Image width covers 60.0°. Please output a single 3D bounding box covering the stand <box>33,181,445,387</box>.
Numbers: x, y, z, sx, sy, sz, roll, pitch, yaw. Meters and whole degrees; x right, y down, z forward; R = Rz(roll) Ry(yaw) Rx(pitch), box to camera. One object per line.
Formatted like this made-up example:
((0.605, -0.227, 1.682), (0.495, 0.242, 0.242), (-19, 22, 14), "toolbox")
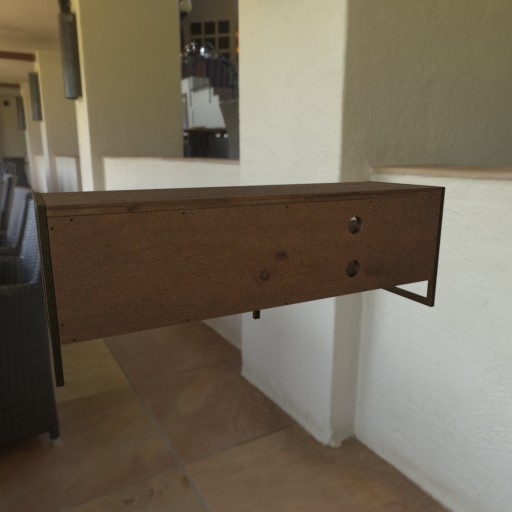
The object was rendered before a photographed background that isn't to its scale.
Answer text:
((0.000, 0.000, 1.701), (1.480, 0.506, 0.454), (-7, 14, -26), "stand")
